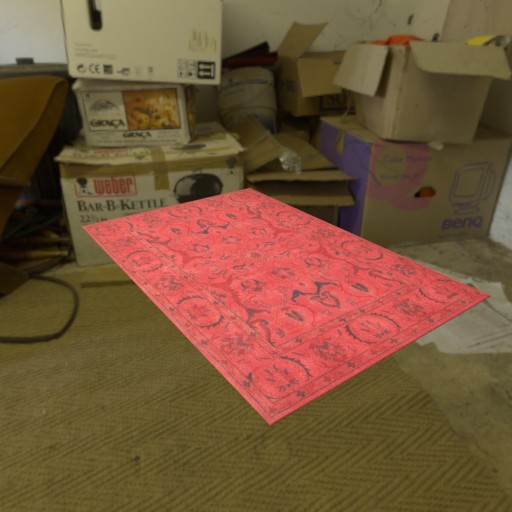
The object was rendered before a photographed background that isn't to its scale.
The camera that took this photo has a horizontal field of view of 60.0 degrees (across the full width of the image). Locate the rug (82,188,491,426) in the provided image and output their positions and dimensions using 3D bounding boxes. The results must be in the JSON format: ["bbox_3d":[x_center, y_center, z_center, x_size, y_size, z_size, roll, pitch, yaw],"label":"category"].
[{"bbox_3d":[0.000,0.000,2.265,1.209,0.008,1.814,-18,32,-31],"label":"rug"}]
